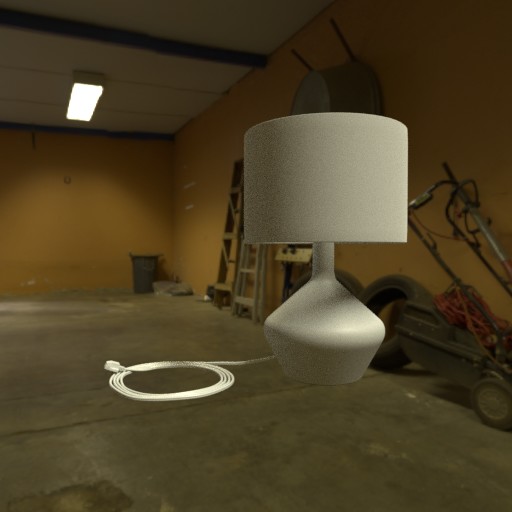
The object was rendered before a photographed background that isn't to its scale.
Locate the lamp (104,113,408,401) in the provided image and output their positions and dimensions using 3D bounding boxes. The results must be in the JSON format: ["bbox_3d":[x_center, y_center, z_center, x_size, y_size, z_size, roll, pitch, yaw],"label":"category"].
[{"bbox_3d":[0.000,0.000,0.847,0.546,0.457,0.401,0,1,19],"label":"lamp"}]
